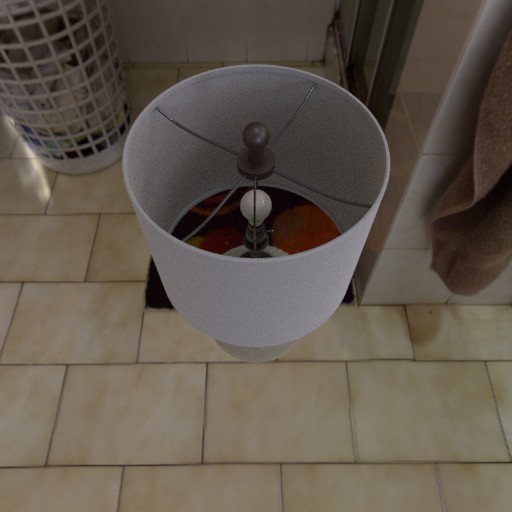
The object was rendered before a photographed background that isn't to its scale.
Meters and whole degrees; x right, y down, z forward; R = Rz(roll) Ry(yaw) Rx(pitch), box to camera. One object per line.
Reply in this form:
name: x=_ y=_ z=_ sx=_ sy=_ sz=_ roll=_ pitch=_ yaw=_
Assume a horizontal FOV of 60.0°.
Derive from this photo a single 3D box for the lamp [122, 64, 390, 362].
lamp: x=0.000 y=0.000 z=0.743 sx=0.318 sy=0.567 sz=0.318 roll=0 pitch=59 yaw=0
